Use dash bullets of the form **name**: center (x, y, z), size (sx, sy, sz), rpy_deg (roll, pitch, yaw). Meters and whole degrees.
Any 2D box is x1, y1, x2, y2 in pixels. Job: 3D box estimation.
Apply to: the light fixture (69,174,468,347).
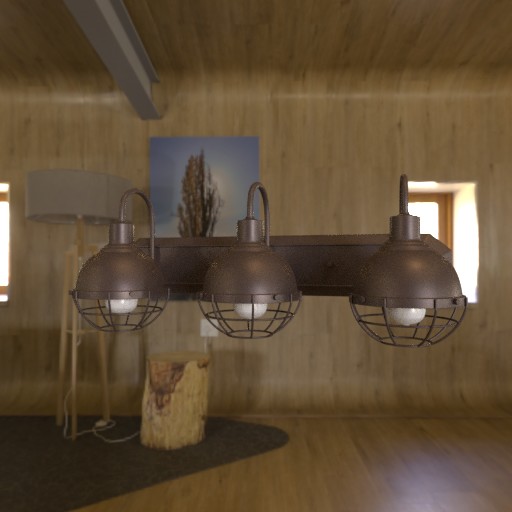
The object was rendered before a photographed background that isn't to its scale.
- **light fixture**: center (0.000, 0.000, 0.745), size (0.634, 0.254, 0.229), rpy_deg (0, -1, 16)
